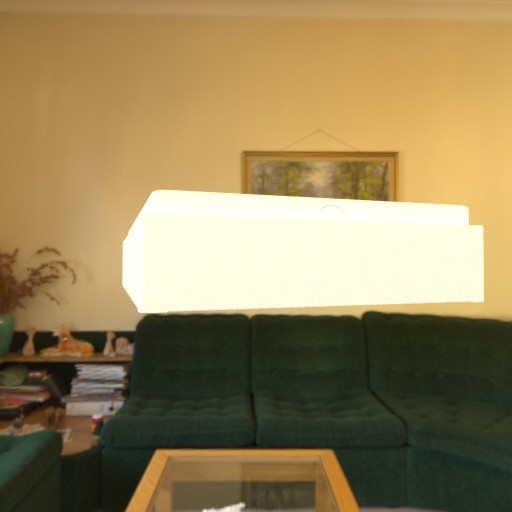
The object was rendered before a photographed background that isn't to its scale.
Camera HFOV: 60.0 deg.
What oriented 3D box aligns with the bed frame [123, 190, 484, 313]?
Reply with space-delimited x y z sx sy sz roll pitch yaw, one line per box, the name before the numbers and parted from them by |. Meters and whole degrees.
bed frame | 0.000 0.000 2.518 1.400 0.406 1.900 0 -1 -18
